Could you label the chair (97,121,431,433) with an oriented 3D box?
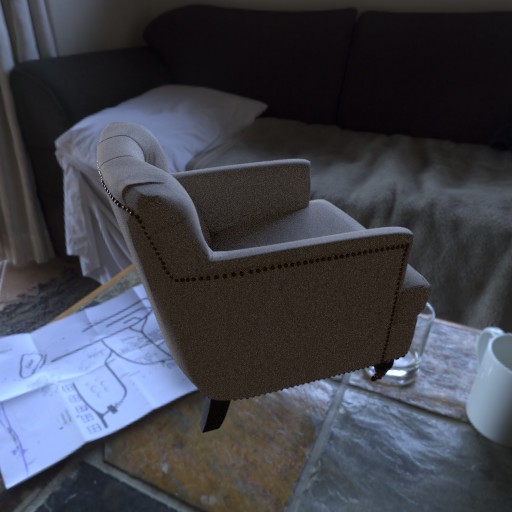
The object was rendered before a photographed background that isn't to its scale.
[{"bbox_3d":[0.000,0.000,1.497,0.902,0.823,0.737,-10,31,-16],"label":"chair"}]
